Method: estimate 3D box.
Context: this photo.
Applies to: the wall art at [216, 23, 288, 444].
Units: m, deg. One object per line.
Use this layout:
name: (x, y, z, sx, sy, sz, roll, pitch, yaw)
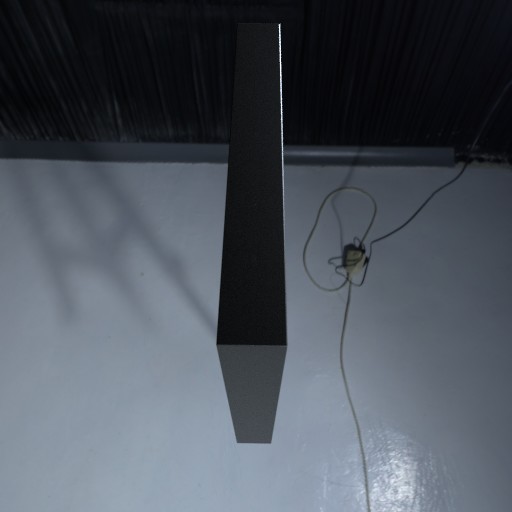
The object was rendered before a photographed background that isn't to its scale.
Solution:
wall art: (0.000, 0.000, 0.447, 0.038, 0.304, 0.304, 1, 58, 0)
